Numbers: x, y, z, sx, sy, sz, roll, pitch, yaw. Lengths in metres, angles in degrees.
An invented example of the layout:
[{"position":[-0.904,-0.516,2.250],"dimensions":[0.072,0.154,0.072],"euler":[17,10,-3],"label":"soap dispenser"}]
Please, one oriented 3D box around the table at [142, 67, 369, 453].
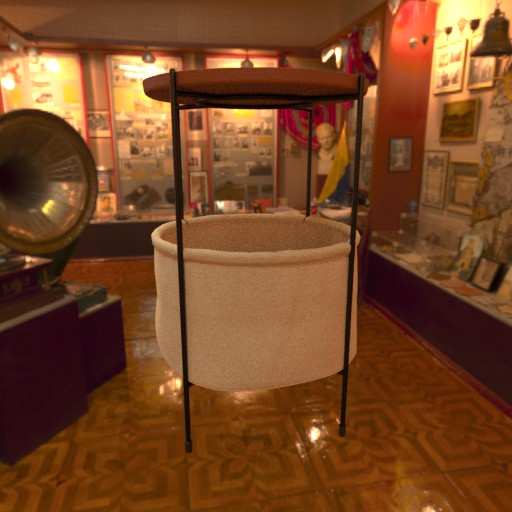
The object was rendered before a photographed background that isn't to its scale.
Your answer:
[{"position":[0.000,0.000,0.853],"dimensions":[0.393,0.623,0.393],"euler":[-2,14,-8],"label":"table"}]
